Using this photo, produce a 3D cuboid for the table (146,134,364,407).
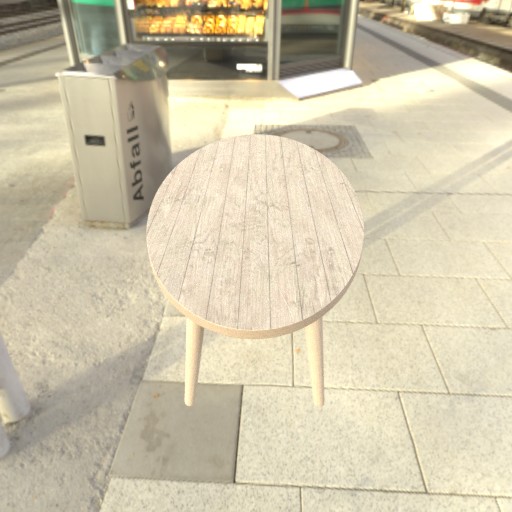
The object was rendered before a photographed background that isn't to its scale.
[{"bbox_3d":[0.000,0.000,1.297,0.542,0.390,1.083,0,32,0],"label":"table"}]
